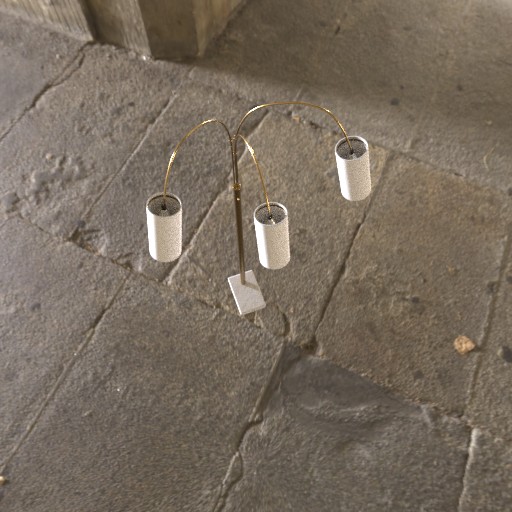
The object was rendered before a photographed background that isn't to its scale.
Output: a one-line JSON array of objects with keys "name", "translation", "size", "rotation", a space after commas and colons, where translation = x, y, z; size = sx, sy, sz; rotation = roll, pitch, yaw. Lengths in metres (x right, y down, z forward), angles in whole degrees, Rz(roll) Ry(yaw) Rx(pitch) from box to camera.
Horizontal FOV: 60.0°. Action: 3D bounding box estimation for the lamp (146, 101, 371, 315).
[{"name": "lamp", "translation": [0.000, 0.000, 2.520], "size": [1.020, 2.055, 0.667], "rotation": [-18, 66, -8]}]
